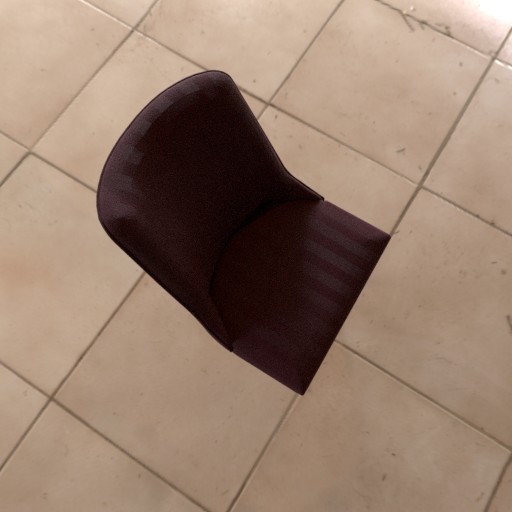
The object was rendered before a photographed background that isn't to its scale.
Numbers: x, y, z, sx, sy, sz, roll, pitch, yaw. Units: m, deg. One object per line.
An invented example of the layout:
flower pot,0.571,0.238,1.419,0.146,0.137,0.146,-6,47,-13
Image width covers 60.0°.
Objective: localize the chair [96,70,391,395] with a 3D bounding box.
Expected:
chair,0.000,0.000,1.309,0.638,0.916,0.548,30,77,8
